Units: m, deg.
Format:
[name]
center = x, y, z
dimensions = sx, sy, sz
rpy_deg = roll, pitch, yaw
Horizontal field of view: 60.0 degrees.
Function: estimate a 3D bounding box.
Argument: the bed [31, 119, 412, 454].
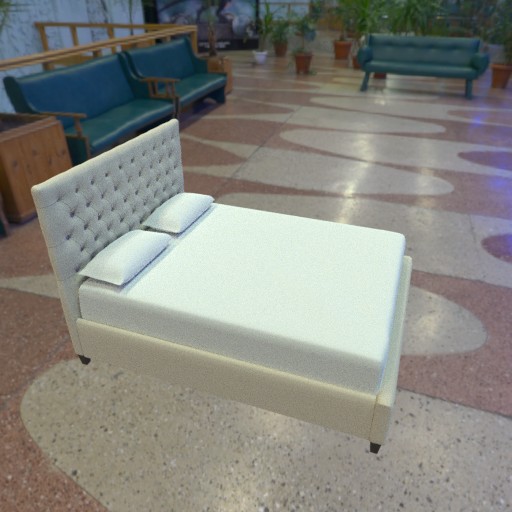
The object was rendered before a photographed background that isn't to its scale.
[bed]
center = 0.000, 0.000, 3.285
dimensions = 2.233, 1.426, 1.696
rpy_deg = 11, 33, 17
